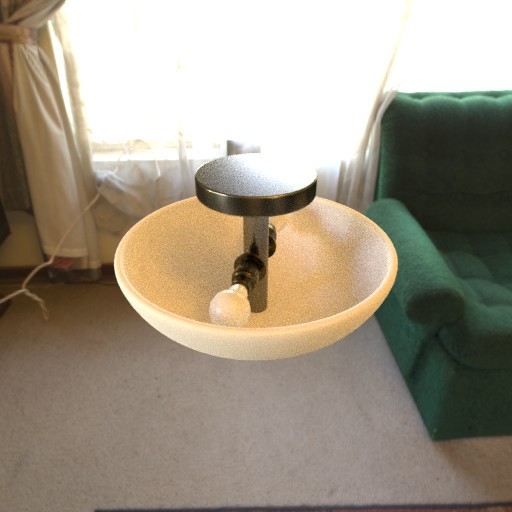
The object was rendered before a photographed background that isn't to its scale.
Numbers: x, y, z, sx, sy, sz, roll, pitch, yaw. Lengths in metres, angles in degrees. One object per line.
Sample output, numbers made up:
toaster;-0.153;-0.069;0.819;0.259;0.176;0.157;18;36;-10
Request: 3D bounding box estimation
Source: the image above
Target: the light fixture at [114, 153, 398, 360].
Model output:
light fixture;0.000;0.000;0.543;0.330;0.214;0.330;0;31;0
